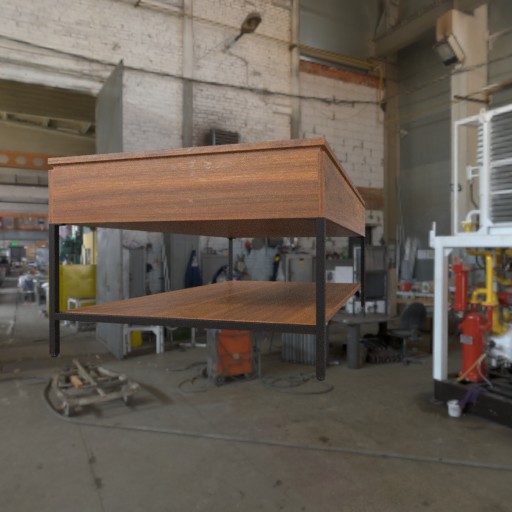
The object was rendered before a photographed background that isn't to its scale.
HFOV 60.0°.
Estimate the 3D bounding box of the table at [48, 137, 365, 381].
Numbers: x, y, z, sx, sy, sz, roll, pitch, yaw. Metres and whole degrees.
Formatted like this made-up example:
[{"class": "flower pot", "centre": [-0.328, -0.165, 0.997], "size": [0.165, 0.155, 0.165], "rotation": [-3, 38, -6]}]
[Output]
[{"class": "table", "centre": [0.000, 0.000, 1.340], "size": [0.574, 0.414, 1.057], "rotation": [0, 1, 17]}]
